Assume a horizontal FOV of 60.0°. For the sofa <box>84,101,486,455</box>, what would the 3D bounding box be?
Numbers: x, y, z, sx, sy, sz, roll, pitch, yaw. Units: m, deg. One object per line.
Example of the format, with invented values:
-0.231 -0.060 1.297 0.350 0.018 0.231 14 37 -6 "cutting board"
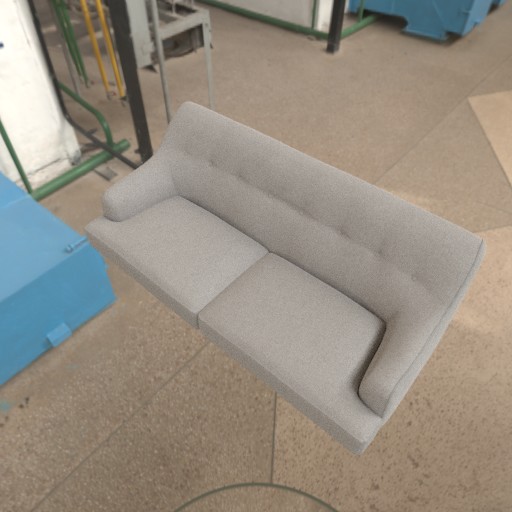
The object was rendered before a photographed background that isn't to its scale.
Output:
0.000 0.000 2.508 2.057 0.871 0.978 32 55 26 "sofa"
